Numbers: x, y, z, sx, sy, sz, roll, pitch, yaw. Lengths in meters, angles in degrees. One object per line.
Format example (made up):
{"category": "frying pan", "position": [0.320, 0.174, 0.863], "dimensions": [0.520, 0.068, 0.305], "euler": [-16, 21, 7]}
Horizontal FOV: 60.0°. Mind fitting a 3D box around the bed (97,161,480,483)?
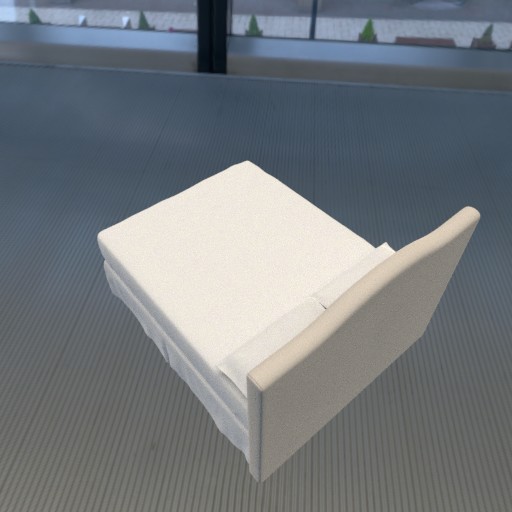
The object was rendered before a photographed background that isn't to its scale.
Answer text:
{"category": "bed", "position": [0.000, 0.000, 3.267], "dimensions": [1.753, 1.460, 2.143], "euler": [-32, 54, -26]}
